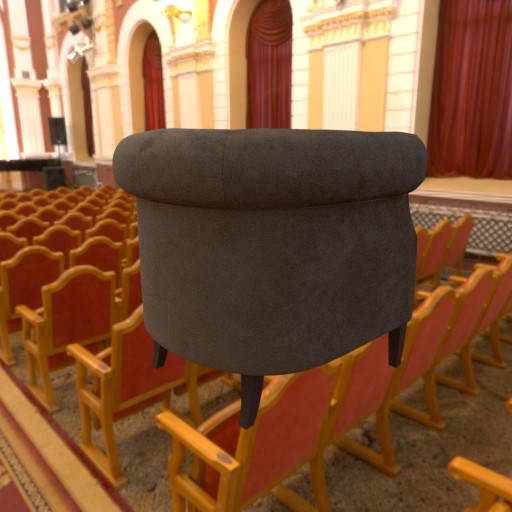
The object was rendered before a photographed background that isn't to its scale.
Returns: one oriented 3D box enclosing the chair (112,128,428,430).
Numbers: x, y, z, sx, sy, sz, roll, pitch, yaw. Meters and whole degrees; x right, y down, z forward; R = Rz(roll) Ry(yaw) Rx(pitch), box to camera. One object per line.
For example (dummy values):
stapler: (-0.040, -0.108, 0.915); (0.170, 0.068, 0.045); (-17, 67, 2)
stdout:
chair: (0.000, 0.000, 1.523); (0.851, 0.826, 0.904); (-13, 19, -42)
